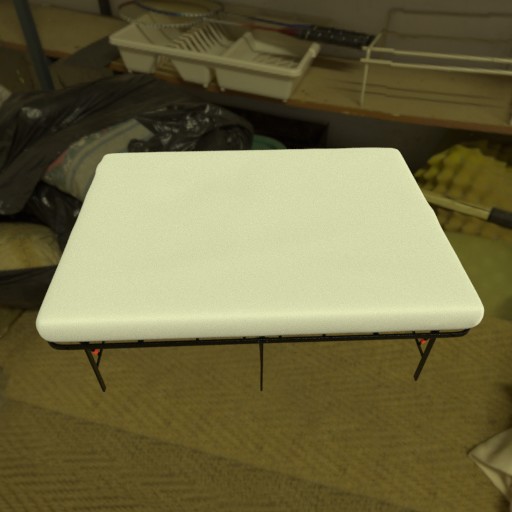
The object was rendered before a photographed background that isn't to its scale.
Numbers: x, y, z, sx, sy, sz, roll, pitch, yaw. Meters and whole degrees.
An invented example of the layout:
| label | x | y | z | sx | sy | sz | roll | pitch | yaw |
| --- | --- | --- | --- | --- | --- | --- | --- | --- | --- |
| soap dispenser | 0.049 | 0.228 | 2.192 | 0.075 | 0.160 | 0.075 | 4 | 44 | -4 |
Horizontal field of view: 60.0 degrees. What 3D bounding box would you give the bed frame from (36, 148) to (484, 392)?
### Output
| label | x | y | z | sx | sy | sz | roll | pitch | yaw |
| --- | --- | --- | --- | --- | --- | --- | --- | --- | --- |
| bed frame | 0.000 | 0.000 | 2.507 | 1.905 | 0.637 | 1.372 | -2 | 43 | -2 |
